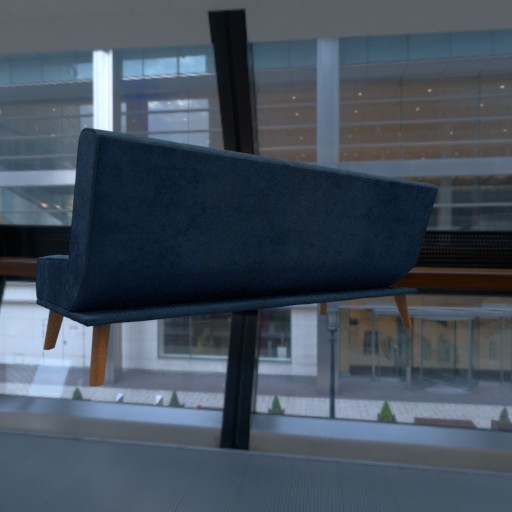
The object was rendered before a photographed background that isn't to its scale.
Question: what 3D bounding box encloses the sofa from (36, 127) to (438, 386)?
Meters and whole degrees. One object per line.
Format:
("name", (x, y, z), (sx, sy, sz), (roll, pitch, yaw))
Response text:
("sofa", (0.000, 0.000, 2.164), (1.804, 0.813, 0.855), (-1, 1, -37))
